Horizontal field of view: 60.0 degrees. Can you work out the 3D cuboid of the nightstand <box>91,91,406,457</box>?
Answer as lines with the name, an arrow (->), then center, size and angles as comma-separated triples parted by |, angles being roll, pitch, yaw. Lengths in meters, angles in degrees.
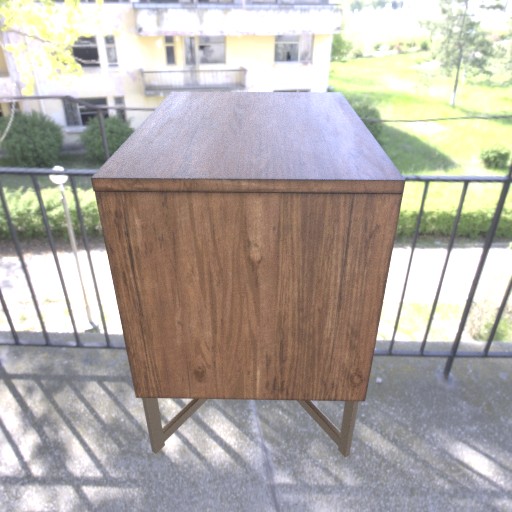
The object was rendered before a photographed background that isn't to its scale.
nightstand -> 0.000, 0.000, 1.025 | 0.446, 0.610, 0.610 | 1, 31, 1
